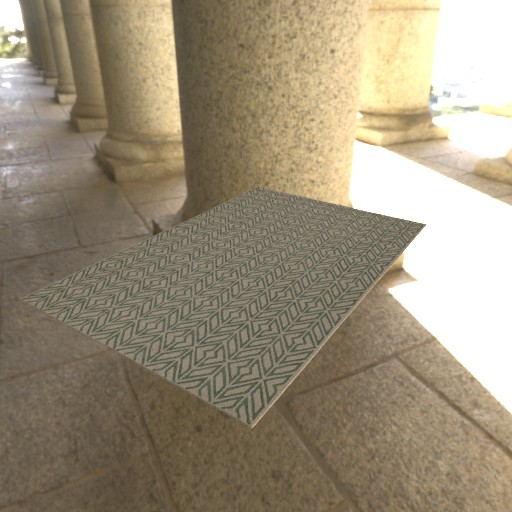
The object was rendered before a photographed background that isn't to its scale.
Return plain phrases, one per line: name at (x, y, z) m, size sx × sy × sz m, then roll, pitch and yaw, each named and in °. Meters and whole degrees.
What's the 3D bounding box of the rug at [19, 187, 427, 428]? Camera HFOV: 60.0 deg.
rug at (0.000, 0.000, 2.272) m, size 1.220 × 0.007 × 1.828 m, roll 17°, pitch 32°, yaw 30°
